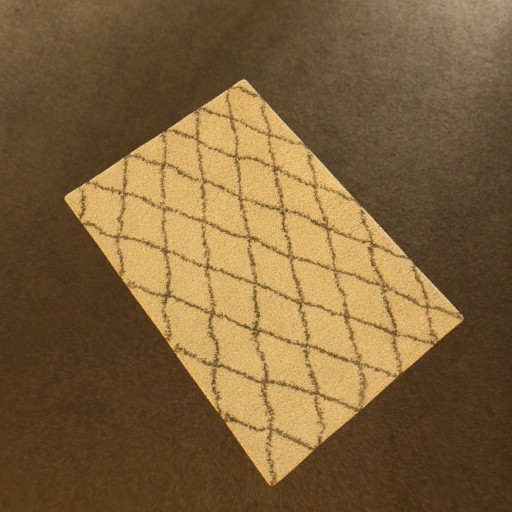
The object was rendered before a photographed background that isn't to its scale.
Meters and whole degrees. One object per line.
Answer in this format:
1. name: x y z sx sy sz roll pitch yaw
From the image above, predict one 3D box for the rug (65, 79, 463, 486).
1. rug: 0.000 0.000 2.278 1.219 0.030 1.778 -37 77 -10
